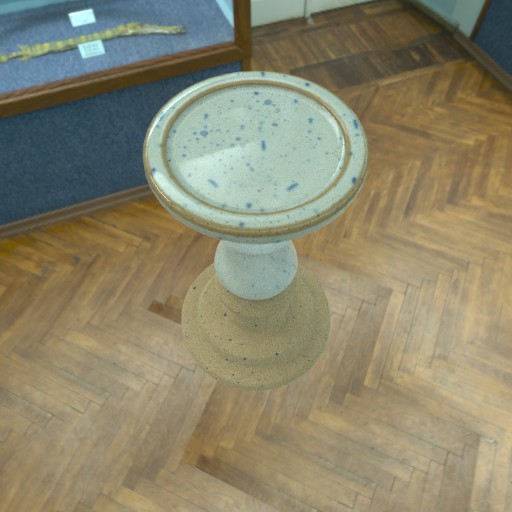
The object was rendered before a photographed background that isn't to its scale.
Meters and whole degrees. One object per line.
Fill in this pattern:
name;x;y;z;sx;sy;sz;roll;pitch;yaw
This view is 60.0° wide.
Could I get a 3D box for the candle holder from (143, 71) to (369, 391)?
candle holder;0.000;0.000;0.288;0.123;0.202;0.123;0;58;0
